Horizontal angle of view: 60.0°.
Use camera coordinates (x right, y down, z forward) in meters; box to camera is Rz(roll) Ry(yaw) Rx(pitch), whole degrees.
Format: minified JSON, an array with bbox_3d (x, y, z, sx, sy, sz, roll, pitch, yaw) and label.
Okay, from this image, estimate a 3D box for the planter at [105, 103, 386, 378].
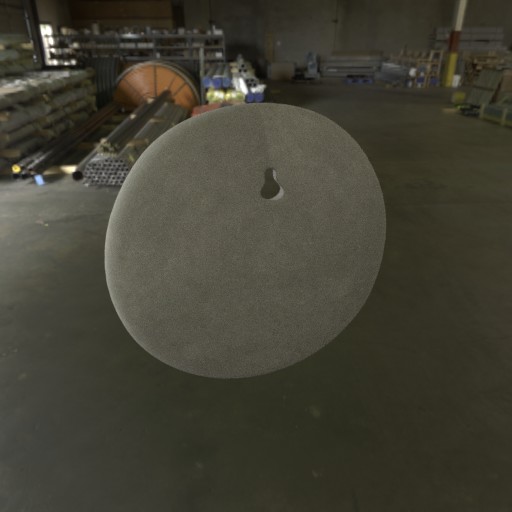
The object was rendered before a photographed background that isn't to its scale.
[{"bbox_3d":[0.000,0.000,0.286,0.185,0.188,0.071,-8,27,-16],"label":"planter"}]
